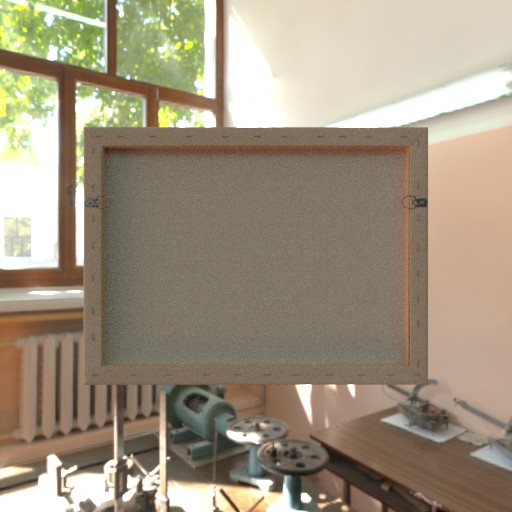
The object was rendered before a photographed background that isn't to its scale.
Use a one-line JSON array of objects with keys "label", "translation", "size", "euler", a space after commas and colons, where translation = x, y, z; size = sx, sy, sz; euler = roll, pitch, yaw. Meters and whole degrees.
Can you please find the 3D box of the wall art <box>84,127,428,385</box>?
[{"label": "wall art", "translation": [0.000, 0.000, 1.583], "size": [1.219, 0.912, 0.042], "euler": [0, 0, 0]}]
